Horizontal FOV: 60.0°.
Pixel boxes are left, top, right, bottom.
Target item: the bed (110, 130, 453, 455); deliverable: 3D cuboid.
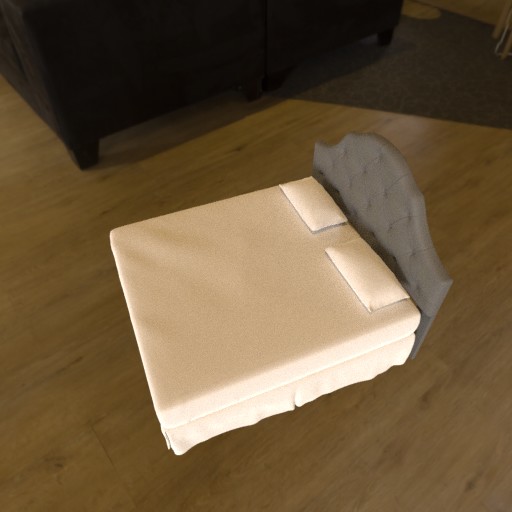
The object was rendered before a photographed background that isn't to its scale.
[{"bbox_3d":[0.000,0.000,3.639,2.214,1.615,2.008,-17,49,-15],"label":"bed"}]
